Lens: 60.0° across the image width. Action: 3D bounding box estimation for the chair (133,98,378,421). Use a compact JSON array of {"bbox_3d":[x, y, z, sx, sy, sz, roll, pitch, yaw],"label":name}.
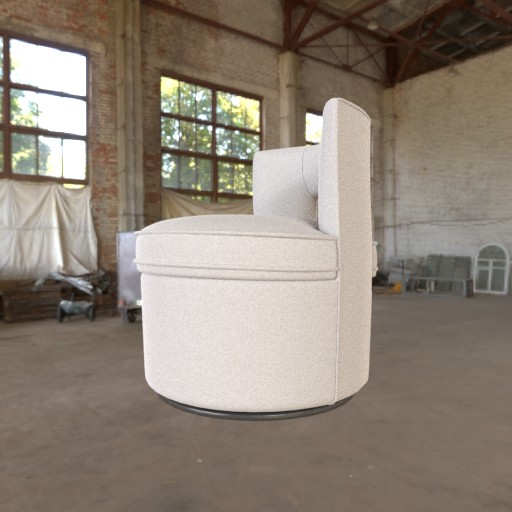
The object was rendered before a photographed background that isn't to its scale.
[{"bbox_3d":[0.000,0.000,1.244,0.665,0.723,0.650,0,1,-17],"label":"chair"}]
